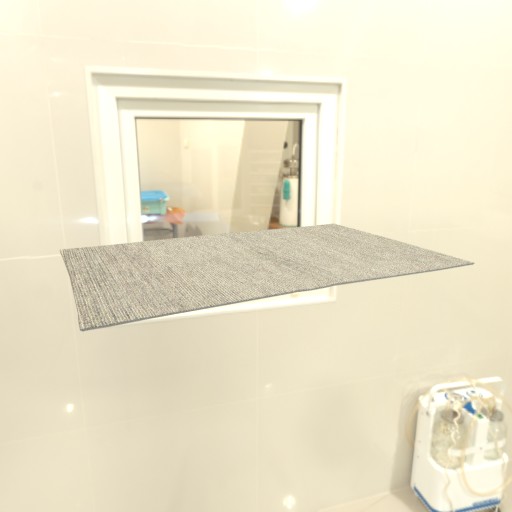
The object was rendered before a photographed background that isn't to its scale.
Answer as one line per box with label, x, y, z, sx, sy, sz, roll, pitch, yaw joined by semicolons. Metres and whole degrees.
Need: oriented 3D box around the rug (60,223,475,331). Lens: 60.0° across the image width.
rug;0.000;0.000;2.272;1.804;0.022;1.162;-7;16;-25
